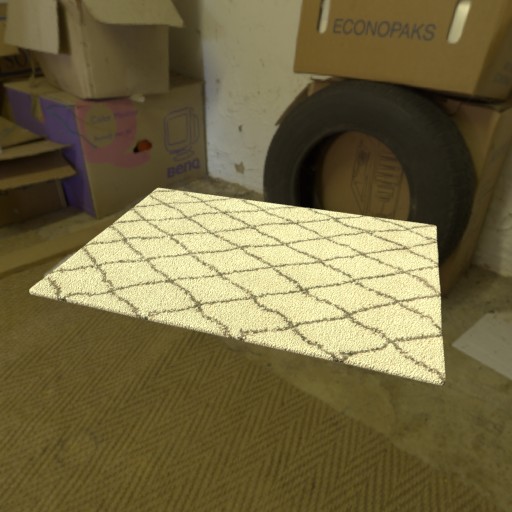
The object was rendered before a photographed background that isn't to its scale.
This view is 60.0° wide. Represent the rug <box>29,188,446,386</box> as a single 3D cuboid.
[{"bbox_3d":[0.000,0.000,2.268,1.778,0.030,1.219,10,33,15],"label":"rug"}]
